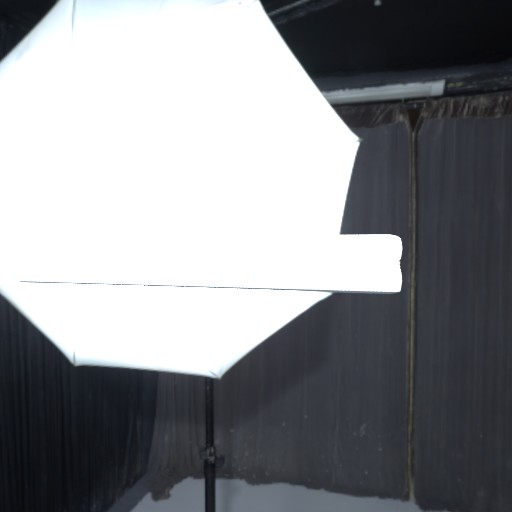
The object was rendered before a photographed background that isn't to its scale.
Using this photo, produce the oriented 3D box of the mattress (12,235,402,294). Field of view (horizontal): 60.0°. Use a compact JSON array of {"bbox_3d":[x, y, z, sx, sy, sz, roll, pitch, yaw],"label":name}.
[{"bbox_3d":[0.000,0.000,2.638,1.600,0.200,2.000,0,1,17],"label":"mattress"}]
